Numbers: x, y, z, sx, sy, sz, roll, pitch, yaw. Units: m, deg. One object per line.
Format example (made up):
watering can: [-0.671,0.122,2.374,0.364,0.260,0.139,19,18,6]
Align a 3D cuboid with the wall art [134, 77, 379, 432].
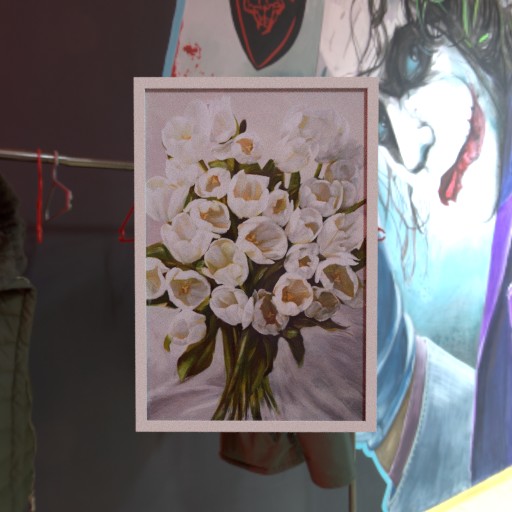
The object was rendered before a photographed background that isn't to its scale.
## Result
wall art: [0.000,0.000,1.213,0.660,0.965,0.015,0,1,0]
